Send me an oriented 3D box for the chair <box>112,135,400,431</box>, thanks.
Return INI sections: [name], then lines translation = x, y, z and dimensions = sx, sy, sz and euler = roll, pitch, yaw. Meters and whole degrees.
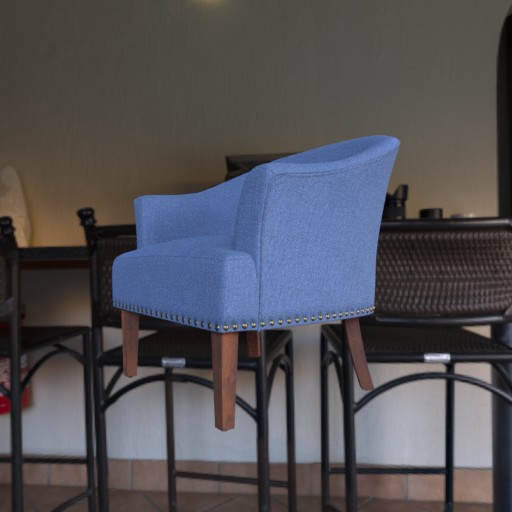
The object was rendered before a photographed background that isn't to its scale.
[chair]
translation = 0.000, 0.000, 1.432
dimensions = 0.704, 0.815, 0.798
euler = 0, 0, -37
